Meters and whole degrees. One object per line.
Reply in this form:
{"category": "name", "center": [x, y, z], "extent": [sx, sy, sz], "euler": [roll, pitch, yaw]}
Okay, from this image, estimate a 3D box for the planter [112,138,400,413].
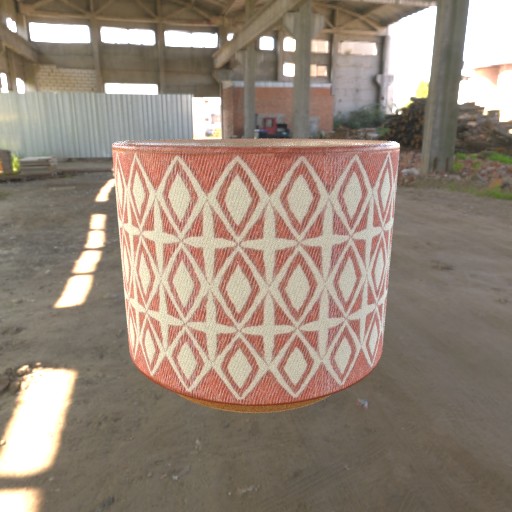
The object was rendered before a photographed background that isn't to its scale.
{"category": "planter", "center": [0.000, 0.000, 0.472], "extent": [0.273, 0.237, 0.273], "euler": [0, 16, 0]}
